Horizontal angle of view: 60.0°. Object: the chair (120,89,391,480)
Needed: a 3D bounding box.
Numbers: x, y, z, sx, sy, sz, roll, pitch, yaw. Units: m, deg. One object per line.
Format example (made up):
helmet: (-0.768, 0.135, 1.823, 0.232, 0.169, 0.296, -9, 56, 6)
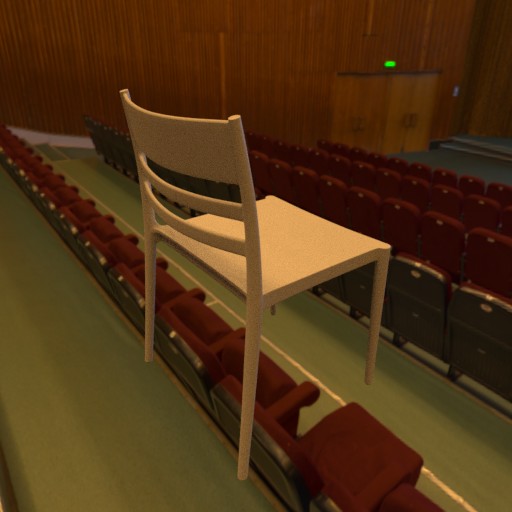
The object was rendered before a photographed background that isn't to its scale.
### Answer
chair: (0.000, 0.000, 1.148, 0.511, 0.800, 0.531, -19, 32, -32)
